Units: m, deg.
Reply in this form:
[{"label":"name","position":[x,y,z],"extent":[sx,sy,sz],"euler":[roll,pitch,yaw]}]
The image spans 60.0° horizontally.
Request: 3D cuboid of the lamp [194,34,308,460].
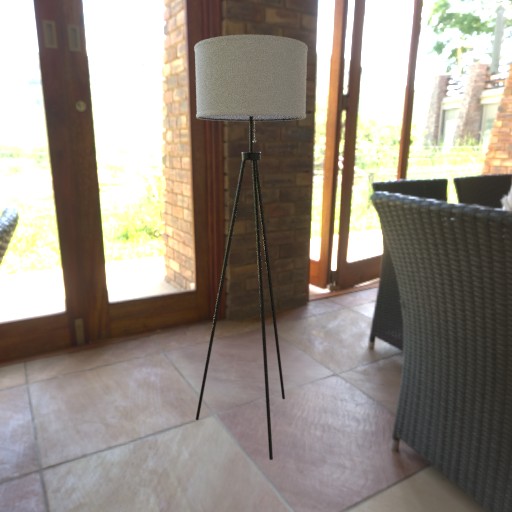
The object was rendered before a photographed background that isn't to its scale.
[{"label":"lamp","position":[0.000,0.000,1.777],"extent":[0.448,1.545,0.458],"euler":[-7,16,-26]}]
